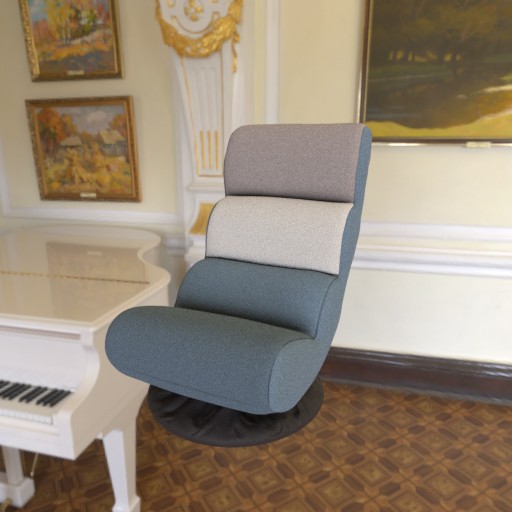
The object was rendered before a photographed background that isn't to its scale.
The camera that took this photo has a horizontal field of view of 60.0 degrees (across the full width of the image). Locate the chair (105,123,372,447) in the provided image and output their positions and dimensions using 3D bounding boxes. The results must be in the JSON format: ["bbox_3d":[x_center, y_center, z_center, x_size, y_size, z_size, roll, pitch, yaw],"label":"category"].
[{"bbox_3d":[0.000,0.000,1.080,0.420,0.641,0.661,7,16,26],"label":"chair"}]
